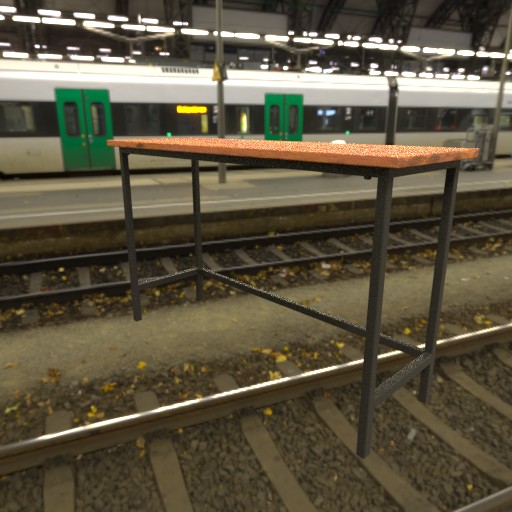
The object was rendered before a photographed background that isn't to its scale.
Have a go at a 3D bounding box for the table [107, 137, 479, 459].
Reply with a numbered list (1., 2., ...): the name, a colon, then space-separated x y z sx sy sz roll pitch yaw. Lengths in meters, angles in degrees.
1. table: 0.000 0.000 1.504 0.408 0.740 1.204 -16 23 -42
